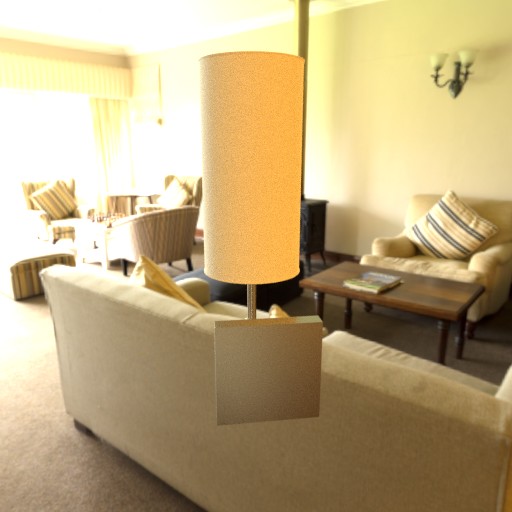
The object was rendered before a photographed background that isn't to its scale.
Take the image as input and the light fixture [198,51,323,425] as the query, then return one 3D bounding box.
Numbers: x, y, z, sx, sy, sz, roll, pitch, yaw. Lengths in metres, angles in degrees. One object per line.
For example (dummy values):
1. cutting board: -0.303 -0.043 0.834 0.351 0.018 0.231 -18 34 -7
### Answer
1. light fixture: 0.000 0.000 0.551 0.128 0.462 0.208 -2 14 -8
